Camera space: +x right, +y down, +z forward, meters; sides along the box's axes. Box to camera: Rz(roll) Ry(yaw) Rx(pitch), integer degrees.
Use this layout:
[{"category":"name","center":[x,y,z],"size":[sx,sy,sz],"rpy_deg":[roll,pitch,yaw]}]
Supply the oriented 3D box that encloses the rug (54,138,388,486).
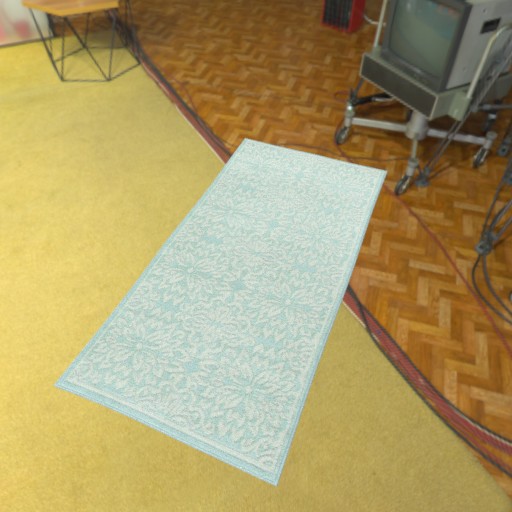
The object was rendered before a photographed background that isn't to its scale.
[{"category":"rug","center":[0.000,0.000,1.419],"size":[0.604,0.007,1.219],"rpy_deg":[17,50,15]}]
